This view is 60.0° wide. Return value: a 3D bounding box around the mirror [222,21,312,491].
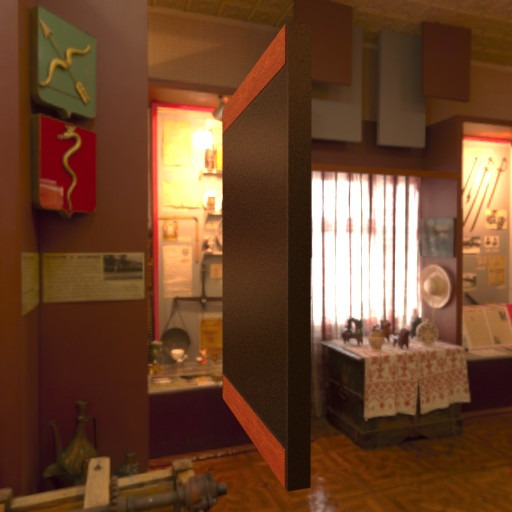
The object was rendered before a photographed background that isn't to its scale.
[{"bbox_3d":[0.000,0.000,1.032,0.047,0.823,0.525,0,1,-17],"label":"mirror"}]
